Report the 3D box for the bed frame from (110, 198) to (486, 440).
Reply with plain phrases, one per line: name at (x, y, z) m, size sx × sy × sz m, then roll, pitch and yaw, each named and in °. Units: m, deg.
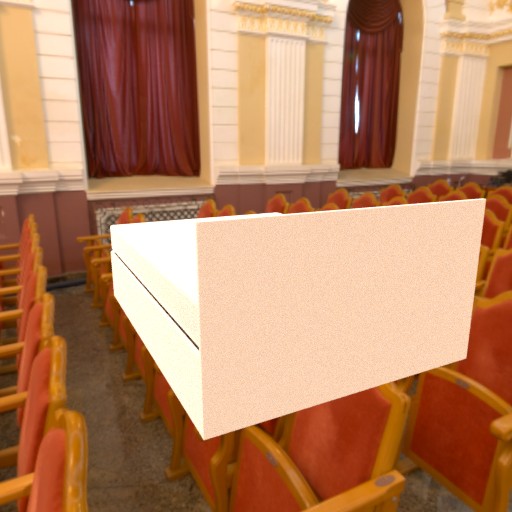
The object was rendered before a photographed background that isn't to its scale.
bed frame at (0.000, 0.000, 2.641) m, size 1.400 × 0.800 × 1.900 m, roll -7°, pitch 16°, yaw -26°
